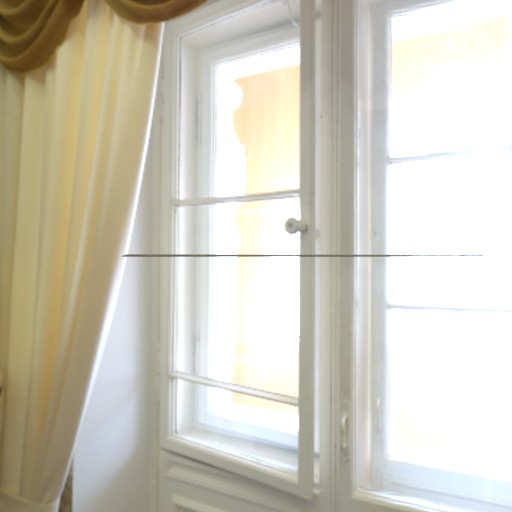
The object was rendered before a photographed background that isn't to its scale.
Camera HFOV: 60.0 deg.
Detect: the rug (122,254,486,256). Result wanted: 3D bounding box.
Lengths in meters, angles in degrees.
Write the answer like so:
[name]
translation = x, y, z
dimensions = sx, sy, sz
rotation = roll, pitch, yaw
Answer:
[rug]
translation = 0.000, 0.000, 4.087
dimensions = 2.363, 0.012, 2.980
rotation = 0, 0, -17
